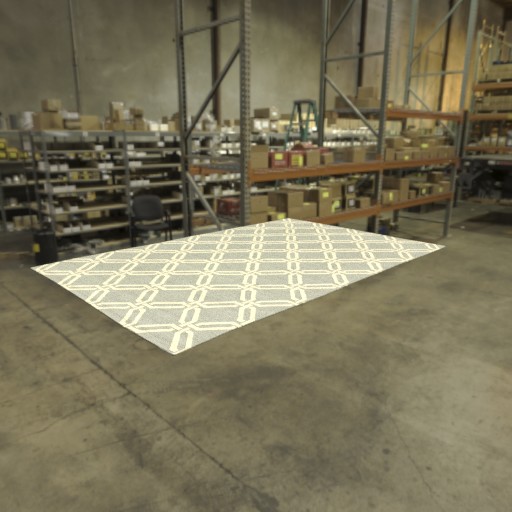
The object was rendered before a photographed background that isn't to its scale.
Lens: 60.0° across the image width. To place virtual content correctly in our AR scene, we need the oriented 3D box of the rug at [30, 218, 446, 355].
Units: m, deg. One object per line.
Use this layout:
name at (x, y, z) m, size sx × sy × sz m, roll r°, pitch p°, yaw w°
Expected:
rug at (0.000, 0.000, 2.191) m, size 1.754 × 0.010 × 1.148 m, roll -15°, pitch 21°, yaw -42°
